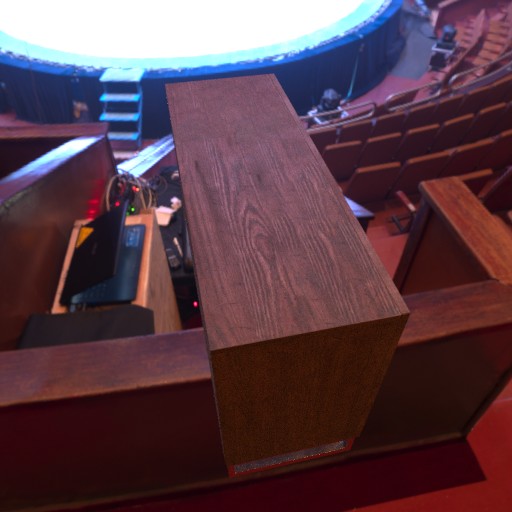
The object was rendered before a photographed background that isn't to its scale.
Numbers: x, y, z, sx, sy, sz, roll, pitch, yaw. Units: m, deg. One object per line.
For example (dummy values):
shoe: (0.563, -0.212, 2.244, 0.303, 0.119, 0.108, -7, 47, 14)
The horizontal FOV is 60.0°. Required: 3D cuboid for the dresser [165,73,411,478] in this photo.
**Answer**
dresser: (0.000, 0.000, 2.184, 0.623, 1.061, 1.646, -9, 47, -9)
